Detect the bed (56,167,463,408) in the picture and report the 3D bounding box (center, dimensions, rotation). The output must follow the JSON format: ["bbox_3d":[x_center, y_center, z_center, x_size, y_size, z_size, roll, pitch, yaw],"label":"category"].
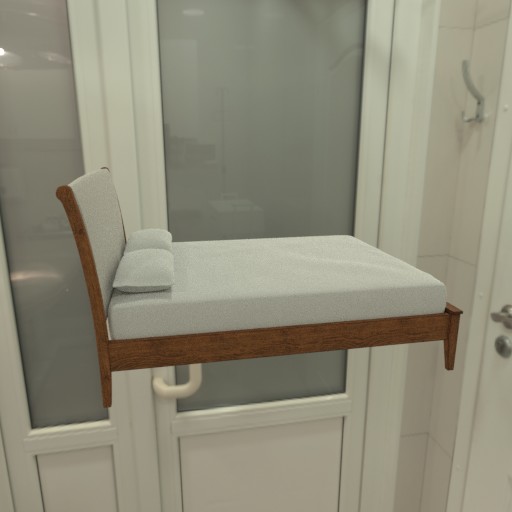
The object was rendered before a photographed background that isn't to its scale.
[{"bbox_3d":[0.000,0.000,2.990,2.108,1.135,1.502,-3,15,-11],"label":"bed"}]
